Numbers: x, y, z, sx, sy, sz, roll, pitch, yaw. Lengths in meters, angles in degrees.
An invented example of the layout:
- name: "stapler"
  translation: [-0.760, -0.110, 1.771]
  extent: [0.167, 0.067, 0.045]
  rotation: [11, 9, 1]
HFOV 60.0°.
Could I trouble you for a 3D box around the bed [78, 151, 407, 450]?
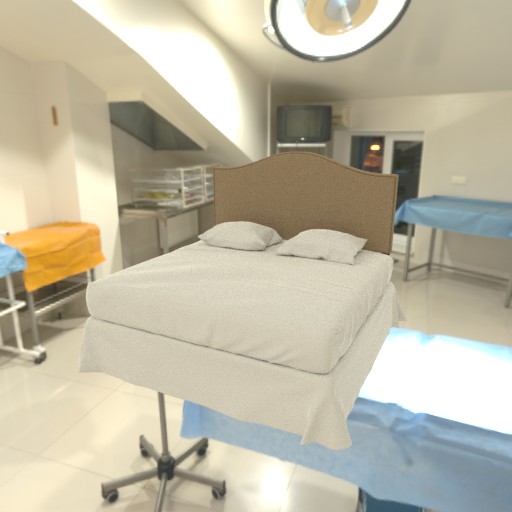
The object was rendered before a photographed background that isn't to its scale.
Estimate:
- name: "bed"
  translation: [0.000, 0.000, 3.779]
  extent: [2.311, 1.651, 2.222]
  rotation: [8, 18, 26]
